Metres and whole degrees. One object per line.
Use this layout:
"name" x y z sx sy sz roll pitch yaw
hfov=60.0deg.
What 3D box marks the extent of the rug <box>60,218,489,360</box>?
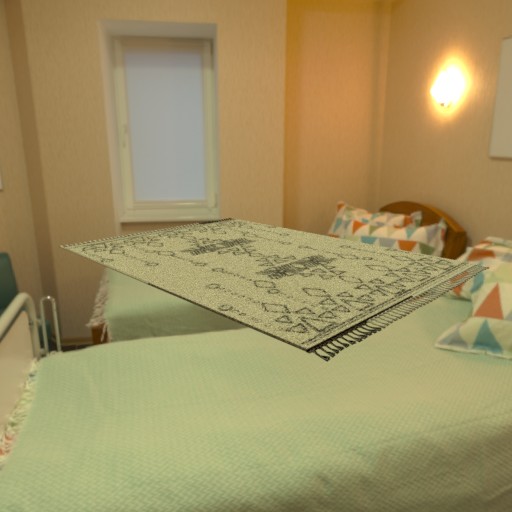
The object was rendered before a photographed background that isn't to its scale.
"rug" 0.000 0.000 2.861 1.600 0.013 2.312 -14 21 -43
